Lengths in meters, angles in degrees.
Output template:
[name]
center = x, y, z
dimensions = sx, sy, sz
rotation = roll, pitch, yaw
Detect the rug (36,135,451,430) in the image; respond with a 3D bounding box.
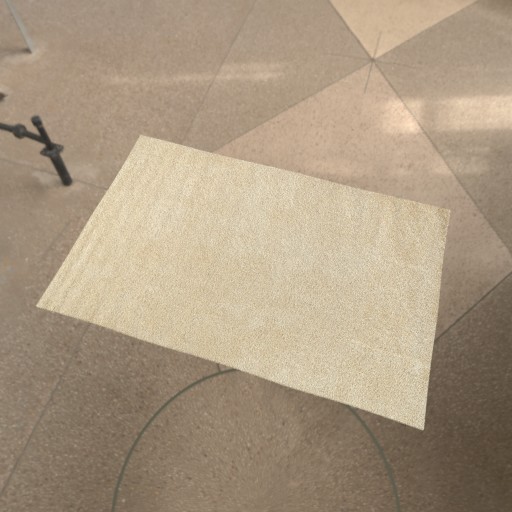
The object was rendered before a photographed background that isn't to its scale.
[rug]
center = 0.000, 0.000, 2.893
dimensions = 2.346, 0.025, 1.500
rotation = 15, 61, 9
